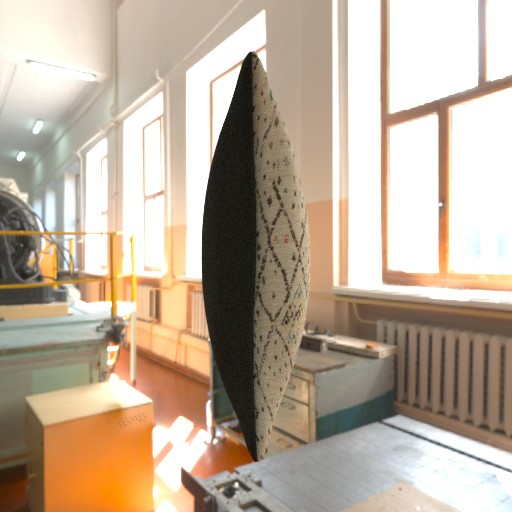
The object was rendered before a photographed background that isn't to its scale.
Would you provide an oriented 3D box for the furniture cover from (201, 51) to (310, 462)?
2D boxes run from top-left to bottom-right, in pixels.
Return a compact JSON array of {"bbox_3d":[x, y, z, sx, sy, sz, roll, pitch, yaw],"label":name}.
[{"bbox_3d":[0.000,0.000,0.780,0.180,0.498,0.525,0,0,0],"label":"furniture cover"}]
